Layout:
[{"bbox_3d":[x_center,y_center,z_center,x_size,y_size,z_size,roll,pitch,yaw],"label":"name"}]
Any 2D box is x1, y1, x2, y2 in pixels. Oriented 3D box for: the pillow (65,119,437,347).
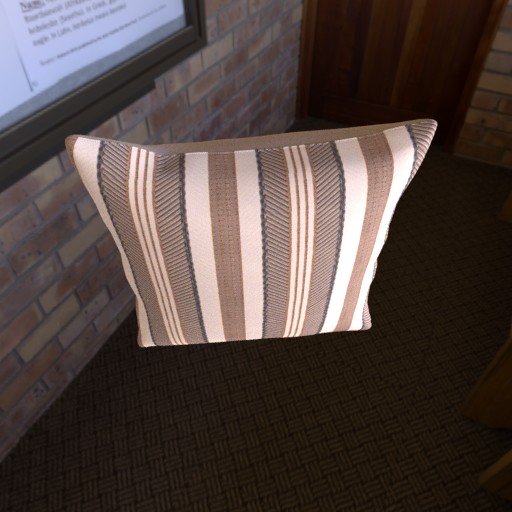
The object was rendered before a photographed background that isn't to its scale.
[{"bbox_3d":[0.000,0.000,0.631,0.416,0.401,0.173,-4,46,-4],"label":"pillow"}]
